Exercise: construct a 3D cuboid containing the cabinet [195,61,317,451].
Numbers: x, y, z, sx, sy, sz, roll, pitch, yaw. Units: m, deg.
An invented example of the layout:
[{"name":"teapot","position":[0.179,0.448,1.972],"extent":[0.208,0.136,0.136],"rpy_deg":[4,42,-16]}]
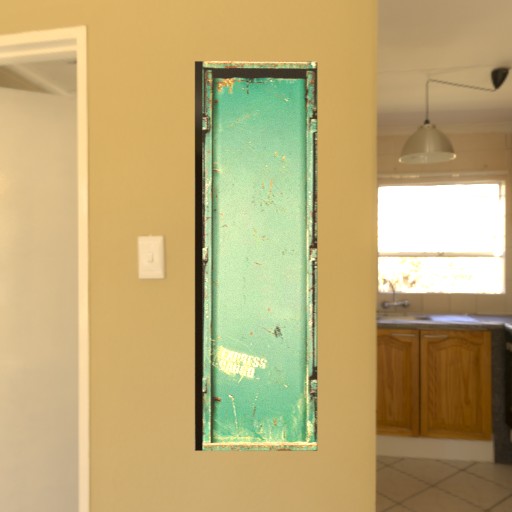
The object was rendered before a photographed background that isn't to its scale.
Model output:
[{"name":"cabinet","position":[0.000,0.000,3.957],"extent":[0.680,2.160,3.001],"rpy_deg":[0,0,0]}]
